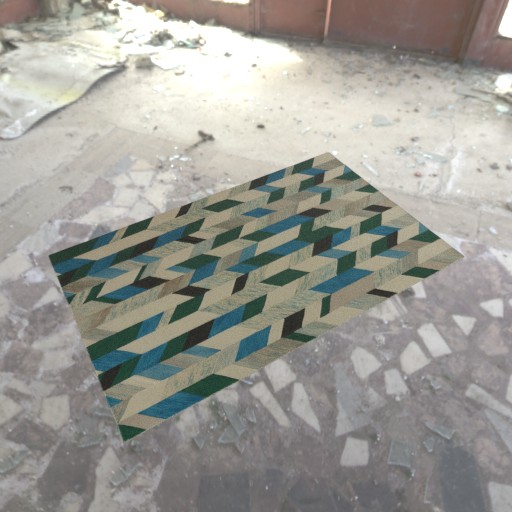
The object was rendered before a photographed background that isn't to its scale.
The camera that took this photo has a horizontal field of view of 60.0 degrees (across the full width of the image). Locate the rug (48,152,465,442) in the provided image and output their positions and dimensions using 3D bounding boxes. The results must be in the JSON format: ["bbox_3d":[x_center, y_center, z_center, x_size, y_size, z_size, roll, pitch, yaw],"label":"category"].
[{"bbox_3d":[0.000,0.000,3.039,2.433,0.007,1.507,-24,51,-21],"label":"rug"}]
